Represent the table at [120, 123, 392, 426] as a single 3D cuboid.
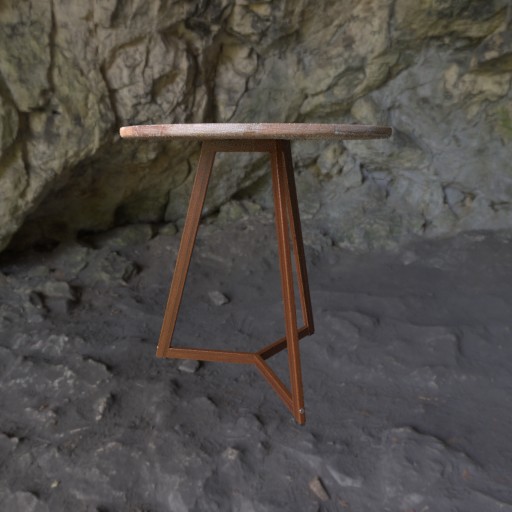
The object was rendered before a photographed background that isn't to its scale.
[{"bbox_3d":[0.000,0.000,0.909,0.500,0.500,0.500,0,14,0],"label":"table"}]
